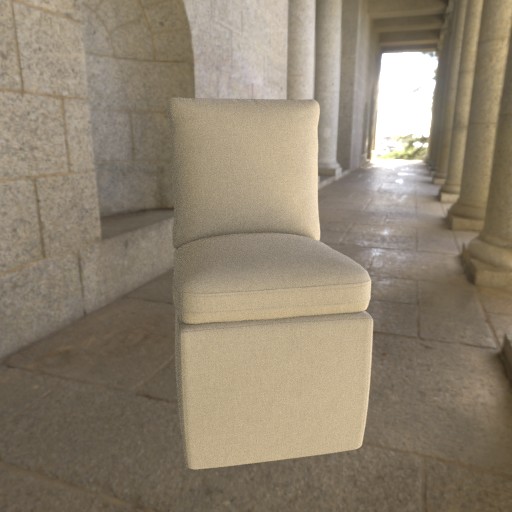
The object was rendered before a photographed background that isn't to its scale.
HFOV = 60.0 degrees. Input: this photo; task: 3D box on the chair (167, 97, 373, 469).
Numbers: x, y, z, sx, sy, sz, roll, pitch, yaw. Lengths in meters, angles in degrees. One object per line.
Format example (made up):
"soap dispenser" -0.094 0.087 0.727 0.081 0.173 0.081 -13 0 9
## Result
"chair" 0.000 0.000 1.338 0.503 0.927 0.698 -3 16 -10
